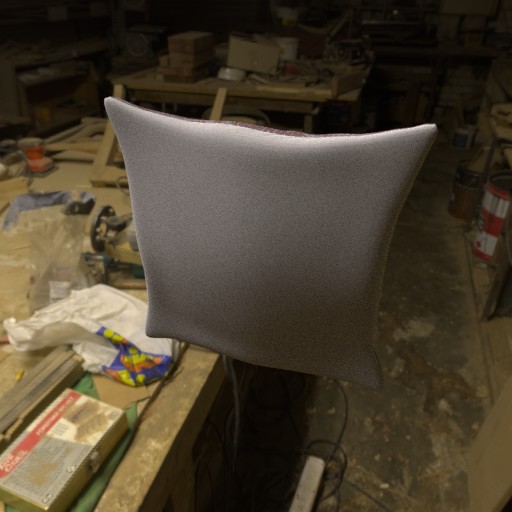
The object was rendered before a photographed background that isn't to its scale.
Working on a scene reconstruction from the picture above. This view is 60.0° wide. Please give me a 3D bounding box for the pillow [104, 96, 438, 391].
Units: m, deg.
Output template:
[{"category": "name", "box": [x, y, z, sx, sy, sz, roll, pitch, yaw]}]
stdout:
[{"category": "pillow", "box": [0.000, 0.000, 0.789, 0.514, 0.513, 0.163, 10, 33, 15]}]
